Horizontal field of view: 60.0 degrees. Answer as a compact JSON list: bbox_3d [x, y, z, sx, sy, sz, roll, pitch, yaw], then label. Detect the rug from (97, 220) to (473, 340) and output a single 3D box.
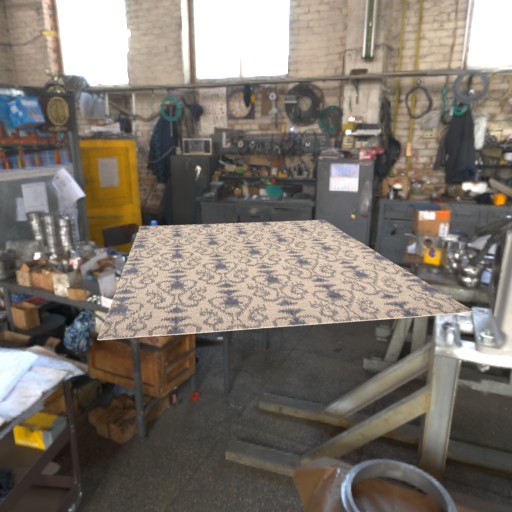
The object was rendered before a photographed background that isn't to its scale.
[{"bbox_3d":[0.000,0.000,4.298,2.437,0.015,3.205,-3,16,-9],"label":"rug"}]
